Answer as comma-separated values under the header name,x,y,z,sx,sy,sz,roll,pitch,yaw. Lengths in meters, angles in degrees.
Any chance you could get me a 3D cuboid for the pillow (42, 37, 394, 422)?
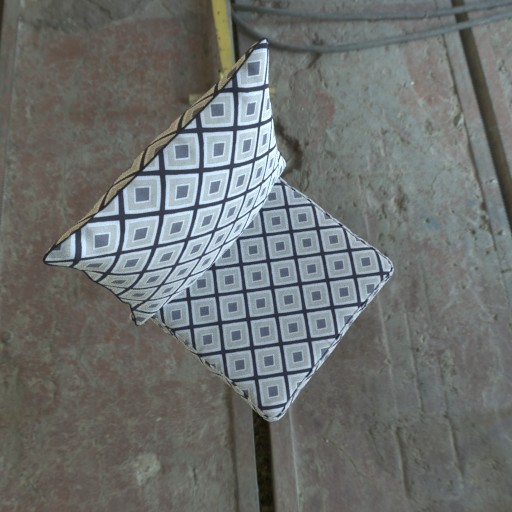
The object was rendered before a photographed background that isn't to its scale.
name,x,y,z,sx,sy,sz,roll,pitch,yaw
pillow,0.000,0.000,1.322,0.733,0.722,0.798,39,77,10
